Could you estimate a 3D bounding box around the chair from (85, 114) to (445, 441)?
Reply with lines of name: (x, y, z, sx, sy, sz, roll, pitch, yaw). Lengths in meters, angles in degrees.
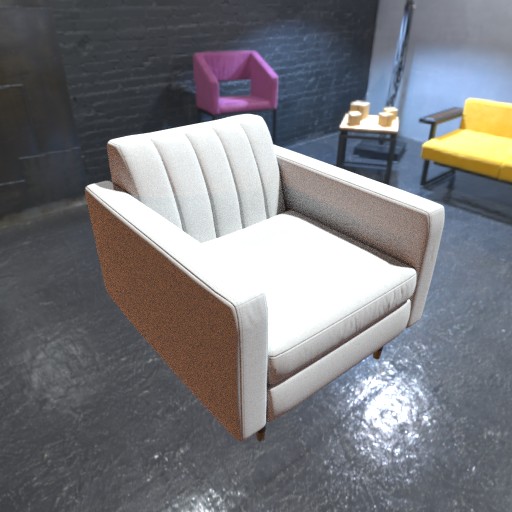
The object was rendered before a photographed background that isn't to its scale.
chair: (0.000, 0.000, 1.707, 0.953, 0.819, 0.998, -22, 38, -32)
